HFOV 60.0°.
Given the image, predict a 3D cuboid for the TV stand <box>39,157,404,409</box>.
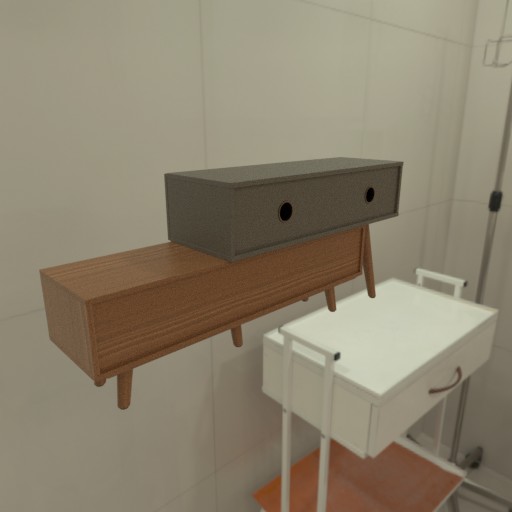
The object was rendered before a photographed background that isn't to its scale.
[{"bbox_3d":[0.000,0.000,1.556,1.336,0.591,0.329,-16,23,-41],"label":"TV stand"}]
